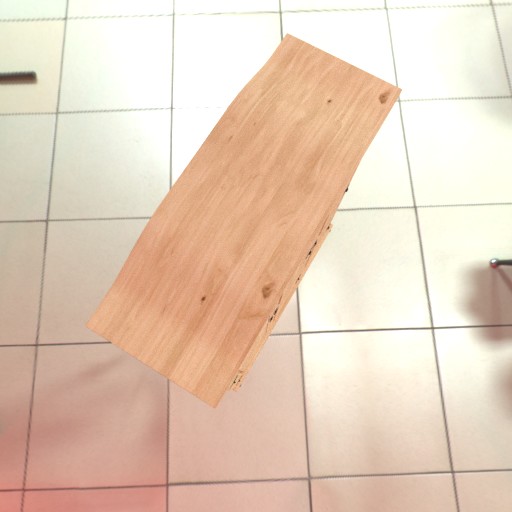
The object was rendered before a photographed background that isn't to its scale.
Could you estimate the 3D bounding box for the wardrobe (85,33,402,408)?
[{"bbox_3d":[0.000,0.000,2.587,0.570,1.870,1.500,30,77,8],"label":"wardrobe"}]
